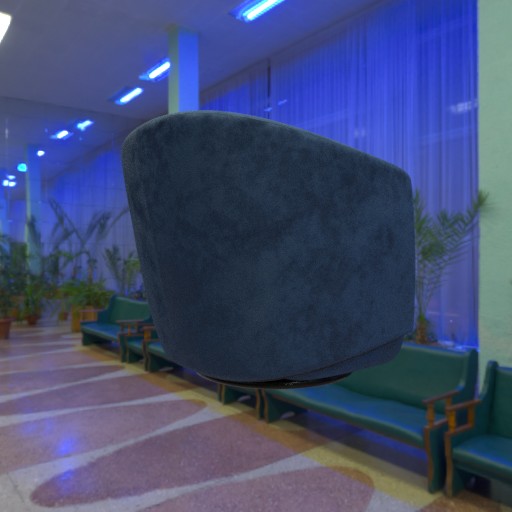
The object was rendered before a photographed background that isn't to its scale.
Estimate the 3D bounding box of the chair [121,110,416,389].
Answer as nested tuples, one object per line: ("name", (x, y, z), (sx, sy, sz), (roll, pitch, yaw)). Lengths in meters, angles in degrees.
("chair", (0.000, 0.000, 1.363), (0.767, 0.698, 0.773), (0, 0, -37))
